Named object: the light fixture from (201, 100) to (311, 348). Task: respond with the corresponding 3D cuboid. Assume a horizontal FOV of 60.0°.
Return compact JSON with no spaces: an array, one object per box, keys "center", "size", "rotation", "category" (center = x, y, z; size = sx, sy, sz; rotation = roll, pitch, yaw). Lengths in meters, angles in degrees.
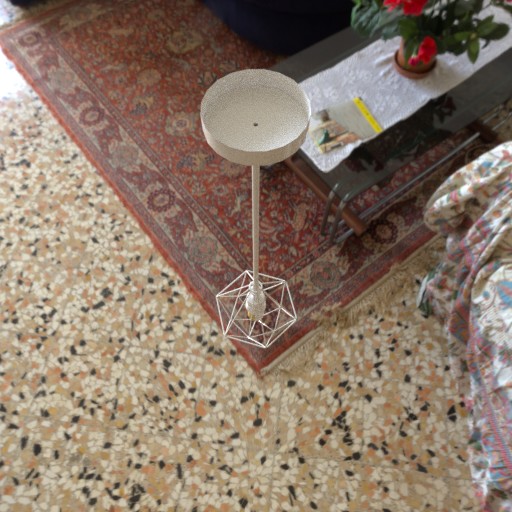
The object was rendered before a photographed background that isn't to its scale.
[{"center":[0.000,0.000,1.967],"size":[0.487,1.764,0.431],"rotation":[15,65,7],"category":"light fixture"}]
